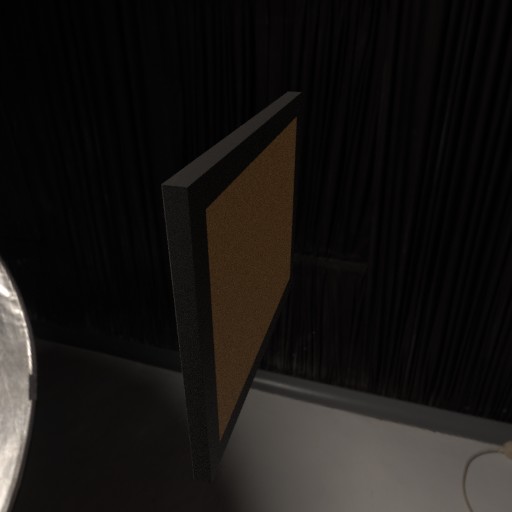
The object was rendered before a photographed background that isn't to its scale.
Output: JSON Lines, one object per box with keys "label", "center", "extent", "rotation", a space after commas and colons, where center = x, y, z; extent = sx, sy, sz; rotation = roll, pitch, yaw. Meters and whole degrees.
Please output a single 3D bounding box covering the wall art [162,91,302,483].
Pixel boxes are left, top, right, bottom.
{"label": "wall art", "center": [0.000, 0.000, 0.776], "extent": [0.028, 0.460, 0.561], "rotation": [8, 30, 14]}
